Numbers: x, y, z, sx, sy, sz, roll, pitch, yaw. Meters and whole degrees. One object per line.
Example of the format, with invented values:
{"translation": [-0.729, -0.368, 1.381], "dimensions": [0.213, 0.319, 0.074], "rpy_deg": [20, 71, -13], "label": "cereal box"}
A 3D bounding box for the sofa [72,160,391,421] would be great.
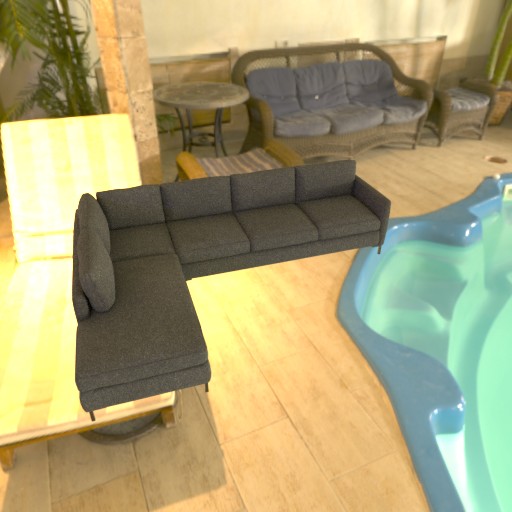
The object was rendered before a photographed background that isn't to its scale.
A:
{"translation": [0.000, 0.000, 3.806], "dimensions": [2.949, 0.815, 2.007], "rpy_deg": [-10, 34, -15], "label": "sofa"}
